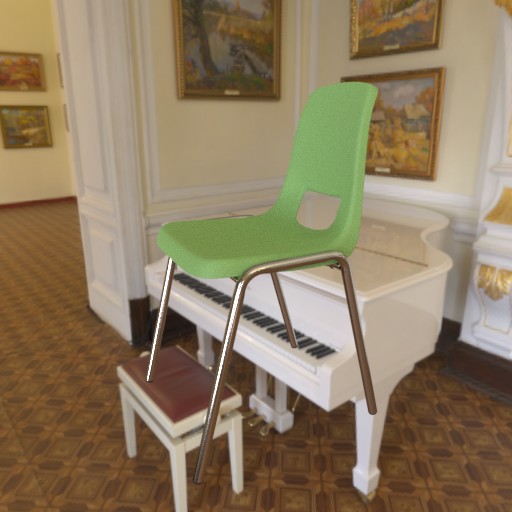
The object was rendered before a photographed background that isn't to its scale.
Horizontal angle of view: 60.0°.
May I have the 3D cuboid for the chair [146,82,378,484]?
[{"bbox_3d":[0.000,0.000,0.944,0.436,0.704,0.381,-8,19,-25],"label":"chair"}]
